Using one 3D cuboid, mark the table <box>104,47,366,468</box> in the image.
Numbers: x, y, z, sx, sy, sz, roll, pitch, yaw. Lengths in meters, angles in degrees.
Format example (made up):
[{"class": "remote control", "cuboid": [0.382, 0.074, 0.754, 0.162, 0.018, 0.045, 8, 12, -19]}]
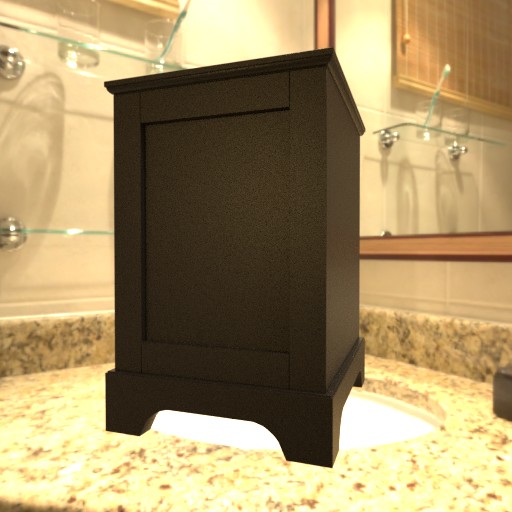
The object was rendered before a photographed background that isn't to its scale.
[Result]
[{"class": "table", "cuboid": [0.000, 0.000, 0.923, 0.399, 0.610, 0.460, 0, 1, 19]}]
